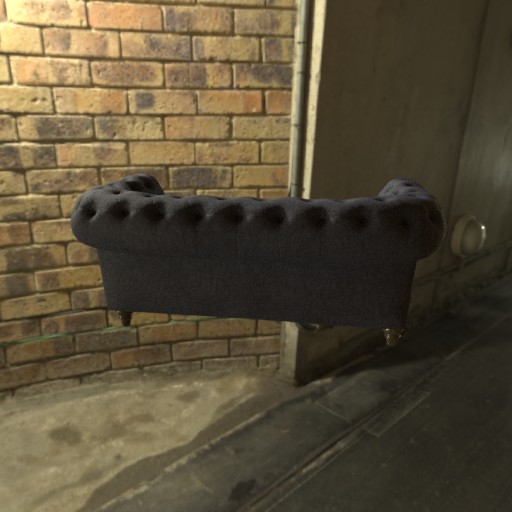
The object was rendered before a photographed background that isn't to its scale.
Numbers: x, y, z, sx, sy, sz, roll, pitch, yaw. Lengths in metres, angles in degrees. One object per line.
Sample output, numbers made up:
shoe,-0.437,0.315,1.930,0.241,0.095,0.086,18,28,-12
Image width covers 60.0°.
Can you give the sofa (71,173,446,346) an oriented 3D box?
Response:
sofa,0.000,0.000,2.563,1.988,0.833,1.082,3,17,9
